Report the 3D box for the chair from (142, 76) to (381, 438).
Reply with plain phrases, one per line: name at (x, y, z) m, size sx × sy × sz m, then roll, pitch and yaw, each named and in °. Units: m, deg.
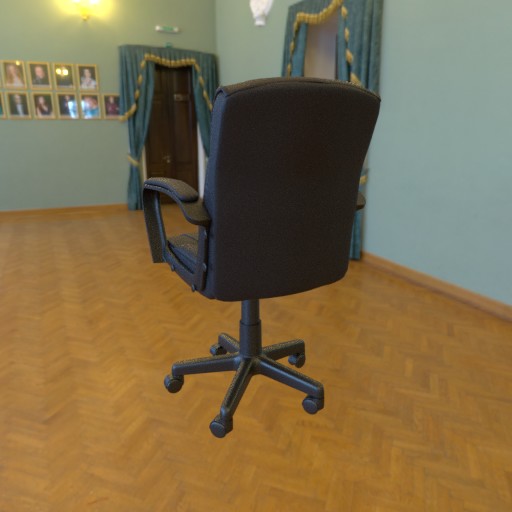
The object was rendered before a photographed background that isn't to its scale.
chair at (0.000, 0.000, 1.398) m, size 0.576 × 0.998 × 0.641 m, roll -8°, pitch 18°, yaw -26°
